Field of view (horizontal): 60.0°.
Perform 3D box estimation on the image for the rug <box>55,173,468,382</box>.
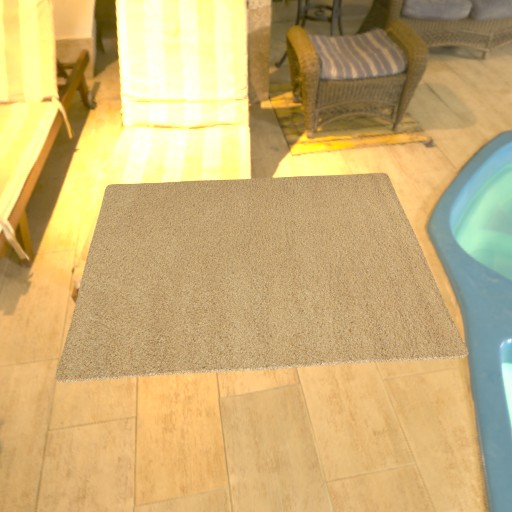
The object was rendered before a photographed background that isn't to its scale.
[{"bbox_3d":[0.000,0.000,2.116,1.600,0.025,1.199,-3,47,-3],"label":"rug"}]
